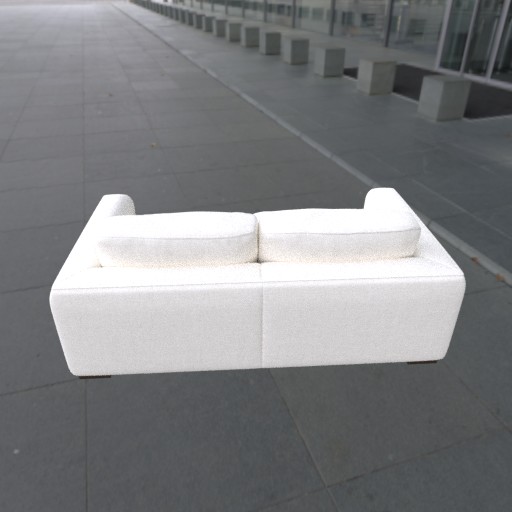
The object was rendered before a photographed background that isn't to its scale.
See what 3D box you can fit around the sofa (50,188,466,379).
[{"bbox_3d":[0.000,0.000,2.507,1.920,0.801,1.069,-2,32,-3],"label":"sofa"}]
